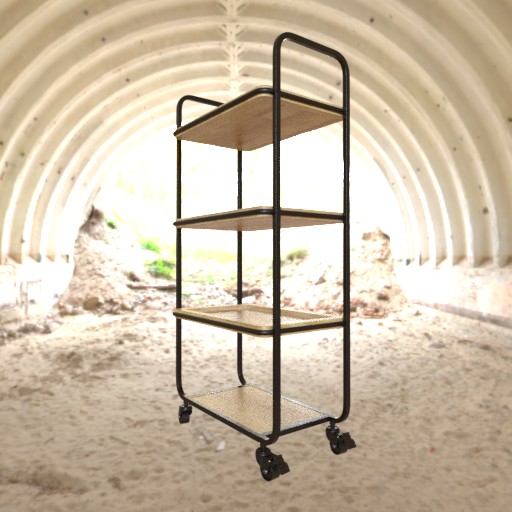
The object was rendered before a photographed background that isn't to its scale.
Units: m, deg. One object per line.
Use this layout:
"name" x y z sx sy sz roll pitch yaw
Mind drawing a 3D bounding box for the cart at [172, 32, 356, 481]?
"cart" 0.000 0.000 1.320 0.321 1.080 0.545 0 -1 -37
